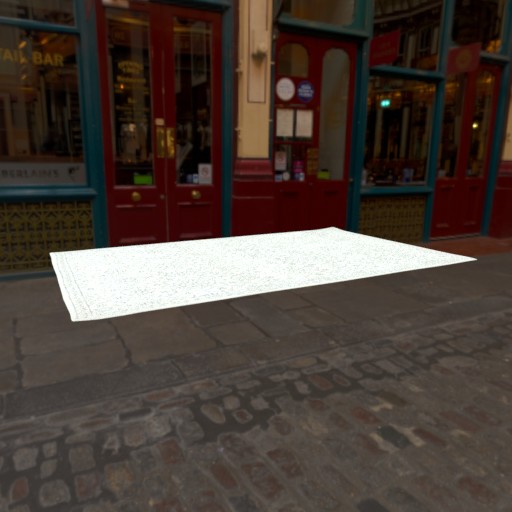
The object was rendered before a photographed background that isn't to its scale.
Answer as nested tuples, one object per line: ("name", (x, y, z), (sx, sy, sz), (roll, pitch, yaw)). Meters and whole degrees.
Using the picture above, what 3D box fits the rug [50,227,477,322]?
("rug", (0.000, 0.000, 2.949), (2.434, 0.023, 1.518), (-6, 14, -27))
